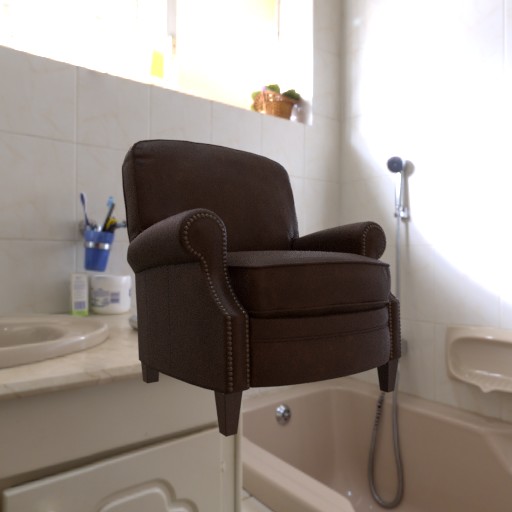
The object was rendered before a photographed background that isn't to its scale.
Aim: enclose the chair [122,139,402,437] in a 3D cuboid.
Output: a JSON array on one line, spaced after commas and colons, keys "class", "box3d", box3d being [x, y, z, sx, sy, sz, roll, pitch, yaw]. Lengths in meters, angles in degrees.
[{"class": "chair", "box3d": [0.000, 0.000, 1.764, 0.936, 1.018, 0.986, 0, 0, -35]}]
